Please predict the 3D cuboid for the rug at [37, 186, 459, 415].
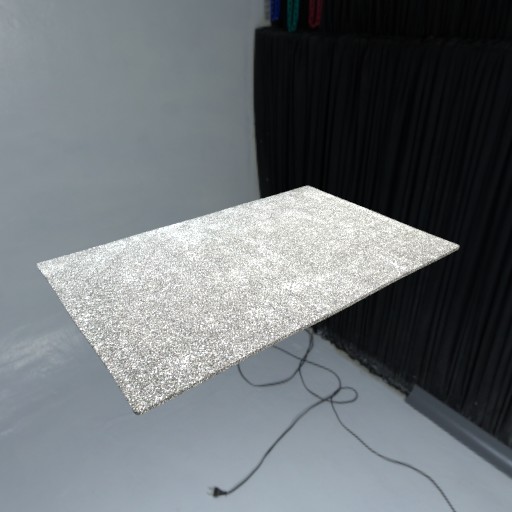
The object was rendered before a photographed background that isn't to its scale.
[{"bbox_3d":[0.000,0.000,2.904,2.350,0.025,1.502,-20,35,-32],"label":"rug"}]
